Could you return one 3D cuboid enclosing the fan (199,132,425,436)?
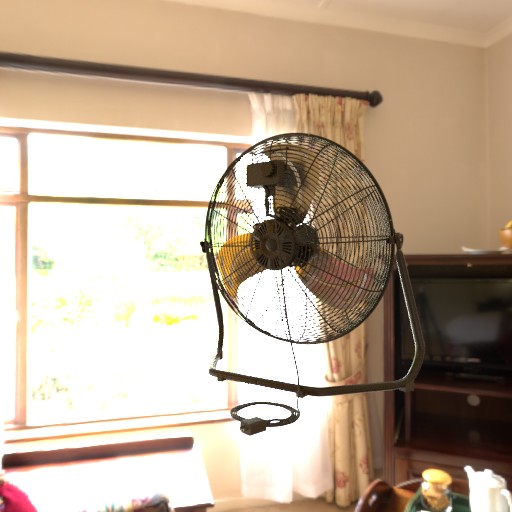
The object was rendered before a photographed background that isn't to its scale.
[{"bbox_3d":[0.000,0.000,0.908,0.555,0.546,0.424,-1,-1,36],"label":"fan"}]
